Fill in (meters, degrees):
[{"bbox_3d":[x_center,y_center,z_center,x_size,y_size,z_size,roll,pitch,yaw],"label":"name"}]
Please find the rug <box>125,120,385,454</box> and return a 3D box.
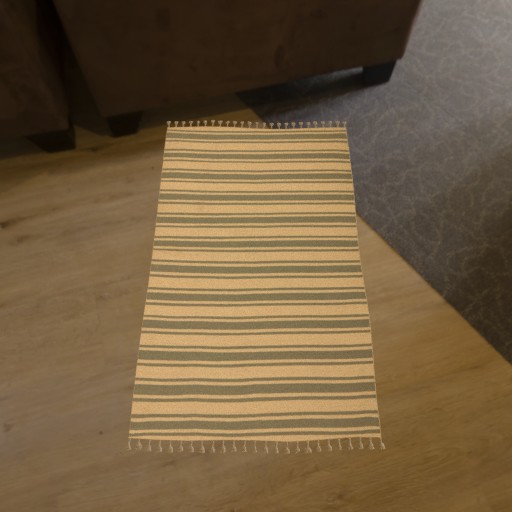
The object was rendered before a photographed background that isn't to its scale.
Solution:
[{"bbox_3d":[0.000,0.000,2.551,1.222,0.009,2.084,0,63,0],"label":"rug"}]
